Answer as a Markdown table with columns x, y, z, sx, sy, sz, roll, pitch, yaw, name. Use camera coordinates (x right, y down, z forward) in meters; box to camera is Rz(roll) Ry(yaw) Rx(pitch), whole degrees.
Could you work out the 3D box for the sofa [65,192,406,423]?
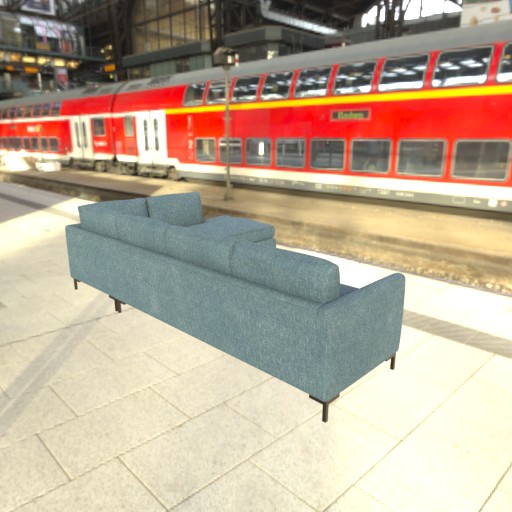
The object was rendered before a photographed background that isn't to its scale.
| x | y | z | sx | sy | sz | roll | pitch | yaw | name |
| --- | --- | --- | --- | --- | --- | --- | --- | --- | --- |
| 0.000 | 0.000 | 3.780 | 2.949 | 0.815 | 2.007 | 15 | 21 | 42 | sofa |
